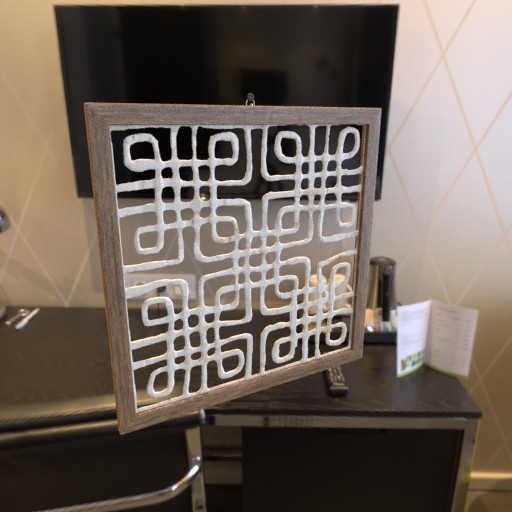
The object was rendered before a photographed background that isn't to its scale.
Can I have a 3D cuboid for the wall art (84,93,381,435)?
[{"bbox_3d":[0.000,0.000,0.842,0.561,0.582,0.021,-9,19,-27],"label":"wall art"}]
